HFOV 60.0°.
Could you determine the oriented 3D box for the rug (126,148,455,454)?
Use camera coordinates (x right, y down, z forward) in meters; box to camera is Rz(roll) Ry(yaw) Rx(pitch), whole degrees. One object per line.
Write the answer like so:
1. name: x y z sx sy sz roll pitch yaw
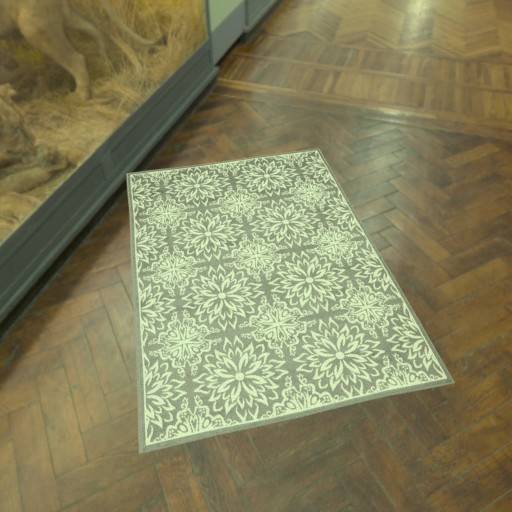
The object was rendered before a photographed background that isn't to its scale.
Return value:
1. rug: 0.000 0.000 2.904 1.608 0.014 2.213 -9 47 -9
